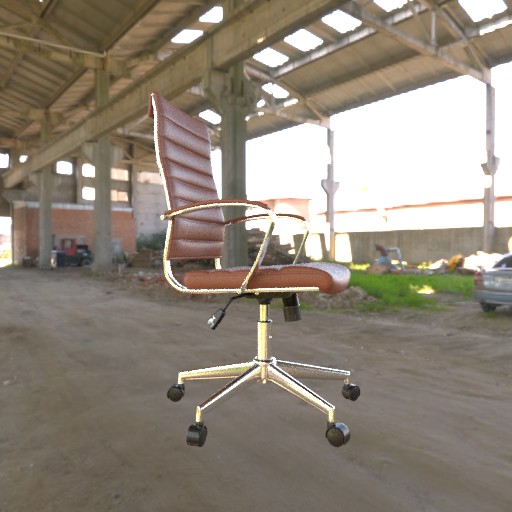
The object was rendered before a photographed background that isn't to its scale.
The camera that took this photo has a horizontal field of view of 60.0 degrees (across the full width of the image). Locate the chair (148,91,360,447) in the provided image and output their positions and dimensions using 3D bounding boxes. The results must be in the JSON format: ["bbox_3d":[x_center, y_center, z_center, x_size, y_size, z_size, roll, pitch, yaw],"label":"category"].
[{"bbox_3d":[0.000,0.000,1.656,0.739,1.149,0.766,0,1,18],"label":"chair"}]
